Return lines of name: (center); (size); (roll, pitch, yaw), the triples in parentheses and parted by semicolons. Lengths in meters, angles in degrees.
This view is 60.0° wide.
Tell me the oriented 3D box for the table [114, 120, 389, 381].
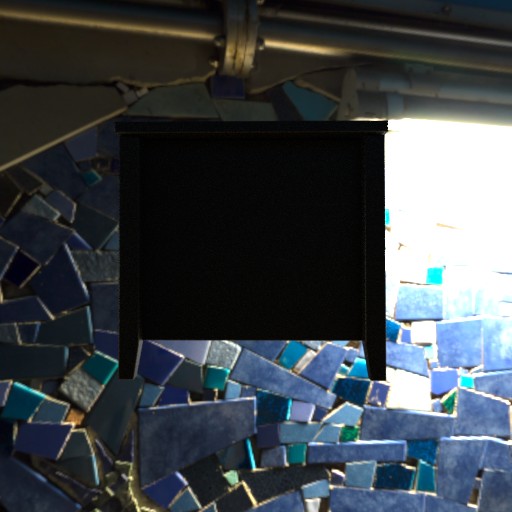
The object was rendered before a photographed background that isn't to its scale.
table: (0.000, 0.000, 1.282); (0.483, 0.457, 1.016); (0, -1, 1)
